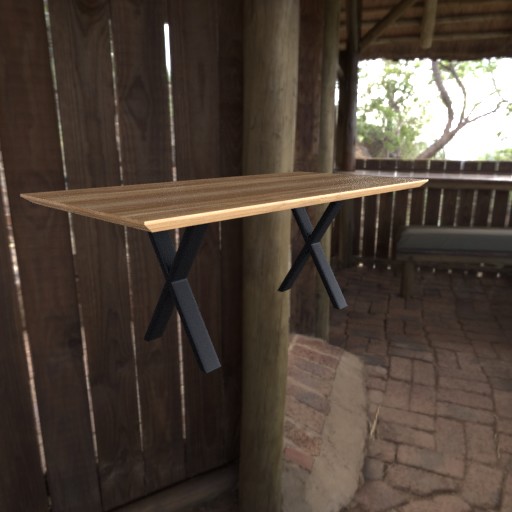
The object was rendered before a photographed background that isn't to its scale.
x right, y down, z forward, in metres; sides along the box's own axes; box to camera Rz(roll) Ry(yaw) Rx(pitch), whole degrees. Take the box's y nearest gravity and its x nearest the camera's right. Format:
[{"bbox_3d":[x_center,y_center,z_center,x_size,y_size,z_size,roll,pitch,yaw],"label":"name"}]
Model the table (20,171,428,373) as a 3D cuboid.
[{"bbox_3d":[0.000,0.000,2.440,1.000,0.770,2.000,14,20,42],"label":"table"}]
